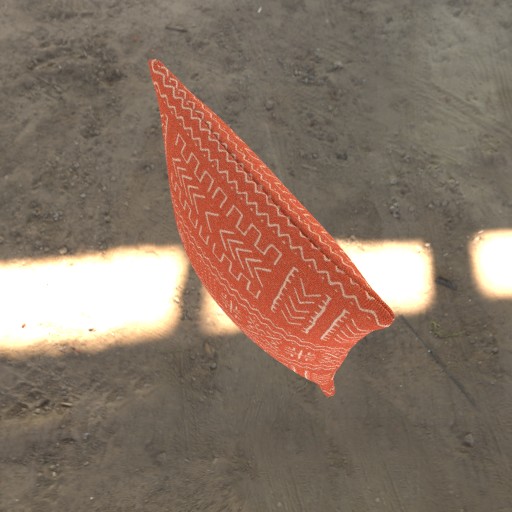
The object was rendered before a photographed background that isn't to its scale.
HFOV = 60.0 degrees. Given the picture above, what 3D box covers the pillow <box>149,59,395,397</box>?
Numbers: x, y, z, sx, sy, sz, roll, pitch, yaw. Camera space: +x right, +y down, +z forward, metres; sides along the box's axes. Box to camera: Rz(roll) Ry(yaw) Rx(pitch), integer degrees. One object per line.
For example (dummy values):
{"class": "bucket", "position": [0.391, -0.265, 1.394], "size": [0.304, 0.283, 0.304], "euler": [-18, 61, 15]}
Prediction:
{"class": "pillow", "position": [0.000, 0.000, 0.671], "size": [0.164, 0.429, 0.438], "euler": [-34, 69, -16]}
